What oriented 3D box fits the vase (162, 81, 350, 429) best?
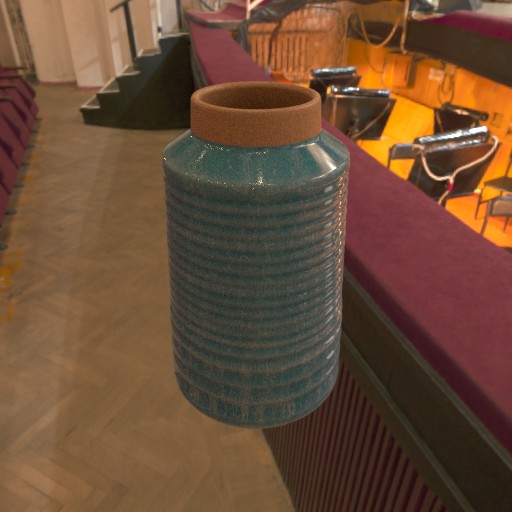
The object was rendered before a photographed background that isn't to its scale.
[{"bbox_3d":[0.000,0.000,0.380,0.163,0.267,0.163,0,32,0],"label":"vase"}]
